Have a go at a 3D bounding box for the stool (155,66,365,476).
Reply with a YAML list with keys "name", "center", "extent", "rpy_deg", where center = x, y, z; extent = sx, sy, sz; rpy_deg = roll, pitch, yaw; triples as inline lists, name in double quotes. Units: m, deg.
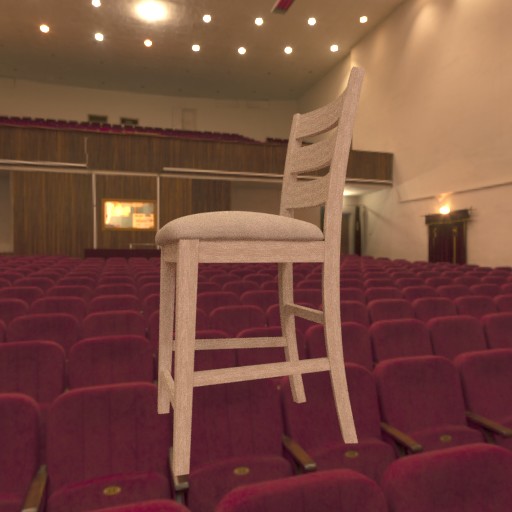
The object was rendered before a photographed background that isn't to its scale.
- name: "stool"
  center: [0.000, 0.000, 1.338]
  extent: [0.569, 1.032, 0.484]
  rpy_deg: [0, 0, -17]
